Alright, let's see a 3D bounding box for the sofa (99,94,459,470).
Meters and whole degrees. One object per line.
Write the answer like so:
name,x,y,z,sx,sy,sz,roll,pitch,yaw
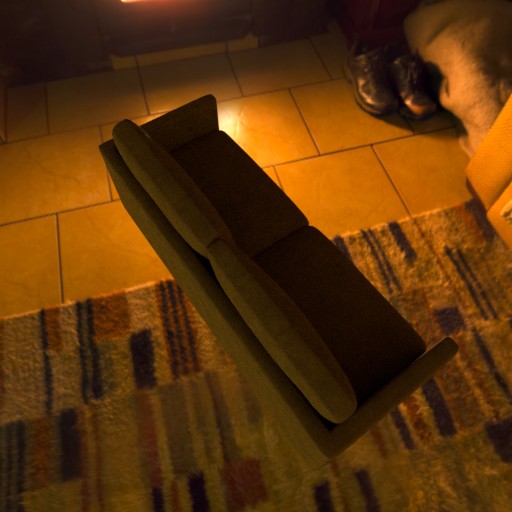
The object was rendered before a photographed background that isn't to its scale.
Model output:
sofa,0.000,0.000,2.888,0.951,0.965,2.434,-32,65,-17
